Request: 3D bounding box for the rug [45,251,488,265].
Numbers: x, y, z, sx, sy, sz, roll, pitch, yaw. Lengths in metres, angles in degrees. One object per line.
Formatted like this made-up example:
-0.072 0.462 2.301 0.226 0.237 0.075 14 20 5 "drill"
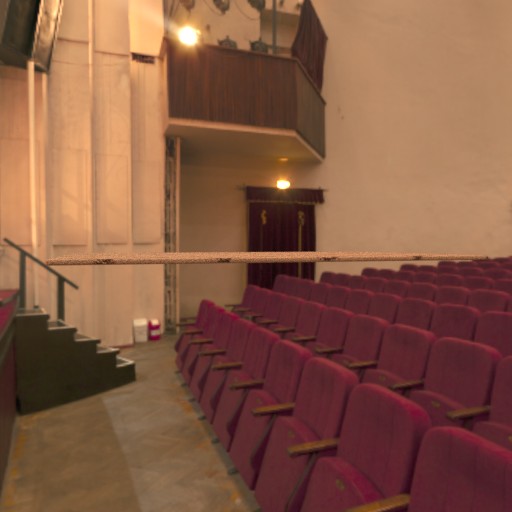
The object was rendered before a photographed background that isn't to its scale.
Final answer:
0.000 0.000 3.411 2.743 0.030 1.778 0 2 -18 "rug"
